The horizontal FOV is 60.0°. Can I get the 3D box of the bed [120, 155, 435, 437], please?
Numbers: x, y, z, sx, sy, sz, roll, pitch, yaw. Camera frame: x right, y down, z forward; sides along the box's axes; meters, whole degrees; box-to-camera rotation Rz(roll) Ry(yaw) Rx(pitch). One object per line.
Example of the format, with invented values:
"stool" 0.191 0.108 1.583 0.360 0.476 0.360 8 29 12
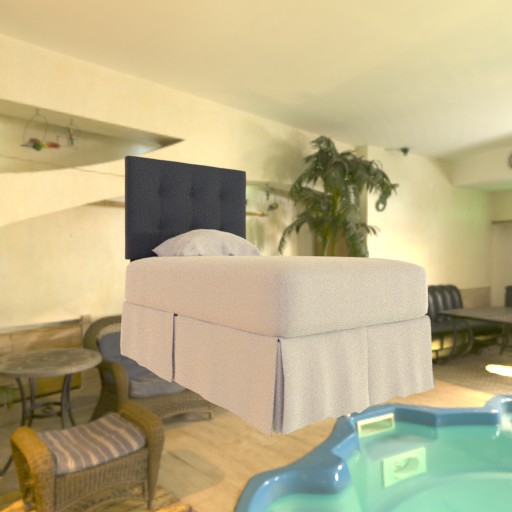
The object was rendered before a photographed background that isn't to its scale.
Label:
"bed" 0.000 0.000 3.050 1.261 1.571 1.997 0 1 -37
